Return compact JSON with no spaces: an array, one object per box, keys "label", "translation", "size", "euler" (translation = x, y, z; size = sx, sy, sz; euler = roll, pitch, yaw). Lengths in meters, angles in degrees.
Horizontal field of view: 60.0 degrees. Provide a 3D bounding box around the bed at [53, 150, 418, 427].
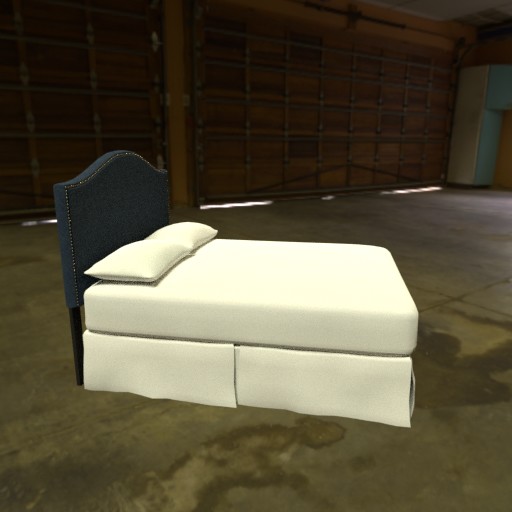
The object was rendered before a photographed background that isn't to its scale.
[{"label":"bed","translation":[0.000,0.000,3.285],"size":[2.153,1.518,1.713],"euler":[3,14,10]}]
